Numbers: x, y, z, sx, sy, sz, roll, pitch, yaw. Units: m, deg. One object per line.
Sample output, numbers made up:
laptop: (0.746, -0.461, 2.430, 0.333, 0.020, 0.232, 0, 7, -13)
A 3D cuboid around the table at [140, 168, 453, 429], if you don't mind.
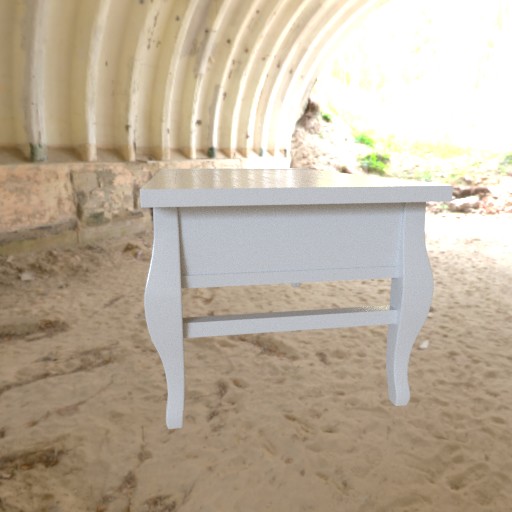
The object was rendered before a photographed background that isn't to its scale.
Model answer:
table: (0.000, 0.000, 1.364, 0.600, 0.495, 1.062, -2, 13, -10)
